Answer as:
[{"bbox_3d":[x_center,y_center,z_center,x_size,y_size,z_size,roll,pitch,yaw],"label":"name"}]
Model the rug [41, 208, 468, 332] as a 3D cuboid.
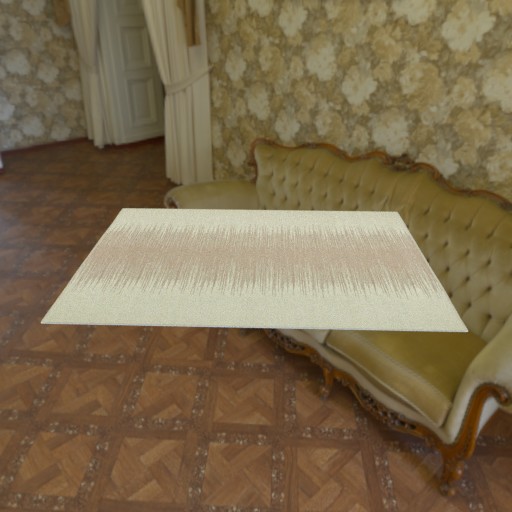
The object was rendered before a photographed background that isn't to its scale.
[{"bbox_3d":[0.000,0.000,2.440,1.850,0.006,1.234,1,30,2],"label":"rug"}]
